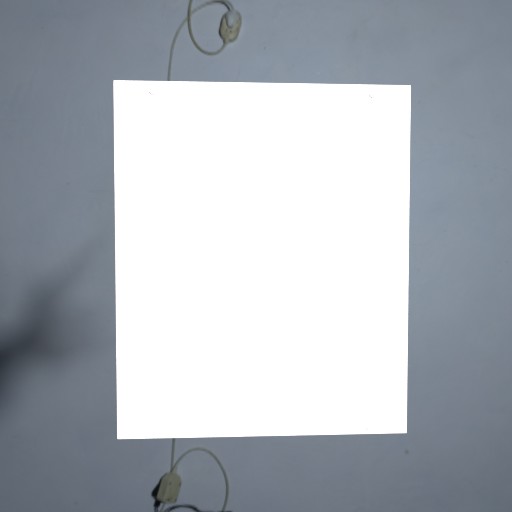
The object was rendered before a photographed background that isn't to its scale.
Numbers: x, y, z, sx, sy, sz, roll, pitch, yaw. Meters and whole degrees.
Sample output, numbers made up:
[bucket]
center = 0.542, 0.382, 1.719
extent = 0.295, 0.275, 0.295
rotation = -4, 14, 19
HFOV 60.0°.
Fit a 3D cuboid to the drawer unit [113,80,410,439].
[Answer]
[drawer unit]
center = 0.000, 0.000, 0.609
extent = 0.290, 0.344, 0.349
rotation = 0, 92, -3
